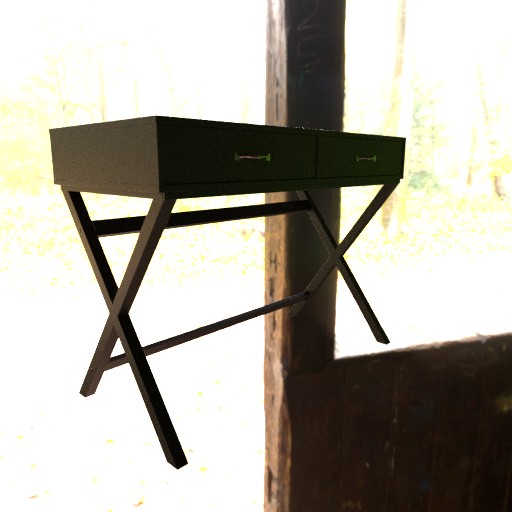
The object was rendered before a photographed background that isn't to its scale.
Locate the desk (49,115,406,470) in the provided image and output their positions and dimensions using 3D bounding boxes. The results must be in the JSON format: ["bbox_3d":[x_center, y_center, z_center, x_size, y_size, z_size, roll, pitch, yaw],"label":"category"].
[{"bbox_3d":[0.000,0.000,1.462,0.525,0.780,1.057,11,16,43],"label":"desk"}]
